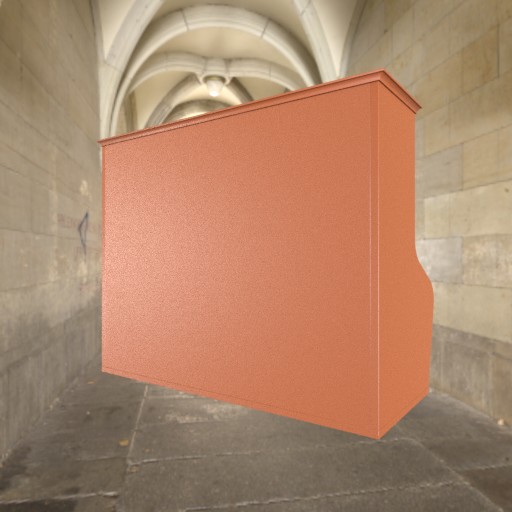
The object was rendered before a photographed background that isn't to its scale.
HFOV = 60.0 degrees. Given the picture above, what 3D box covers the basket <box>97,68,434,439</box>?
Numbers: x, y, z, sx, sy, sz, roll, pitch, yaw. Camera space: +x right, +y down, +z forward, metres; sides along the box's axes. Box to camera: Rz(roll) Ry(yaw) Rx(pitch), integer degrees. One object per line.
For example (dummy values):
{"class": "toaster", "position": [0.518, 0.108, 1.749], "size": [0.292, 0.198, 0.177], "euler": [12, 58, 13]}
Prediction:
{"class": "basket", "position": [0.000, 0.000, 1.121], "size": [0.792, 0.625, 0.376], "euler": [0, 0, 36]}
